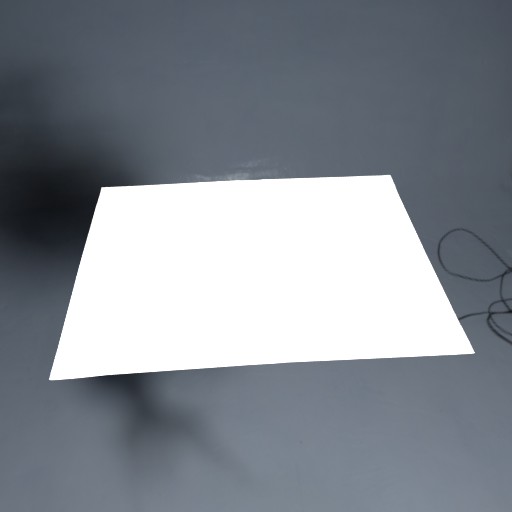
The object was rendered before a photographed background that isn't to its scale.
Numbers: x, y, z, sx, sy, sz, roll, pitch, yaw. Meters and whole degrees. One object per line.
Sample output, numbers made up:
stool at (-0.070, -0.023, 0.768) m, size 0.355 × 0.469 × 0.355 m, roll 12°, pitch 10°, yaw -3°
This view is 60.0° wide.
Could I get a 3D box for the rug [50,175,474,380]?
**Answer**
rug at (0.000, 0.000, 3.665) m, size 2.869 × 0.038 × 2.032 m, roll -3°, pitch 47°, yaw -3°
